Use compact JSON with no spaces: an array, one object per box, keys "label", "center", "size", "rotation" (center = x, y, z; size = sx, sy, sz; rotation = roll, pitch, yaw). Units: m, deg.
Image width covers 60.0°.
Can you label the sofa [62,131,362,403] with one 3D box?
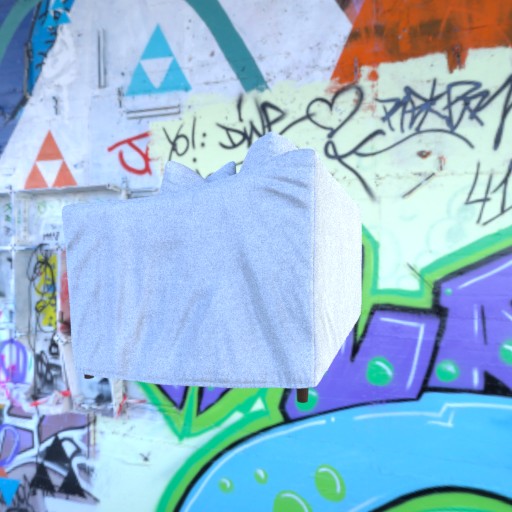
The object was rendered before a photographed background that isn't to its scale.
[{"label":"sofa","center":[0.000,0.000,2.569],"size":[1.072,1.018,2.010],"rotation":[0,1,18]}]
